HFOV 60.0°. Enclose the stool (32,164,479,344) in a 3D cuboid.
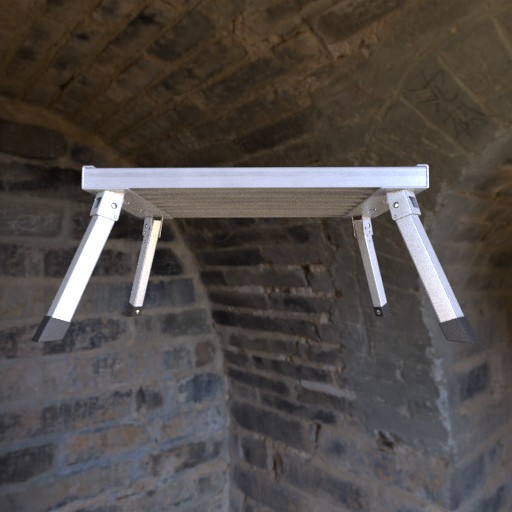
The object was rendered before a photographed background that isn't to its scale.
[{"bbox_3d":[0.000,0.000,0.716,0.535,0.225,0.385,0,-3,1],"label":"stool"}]
